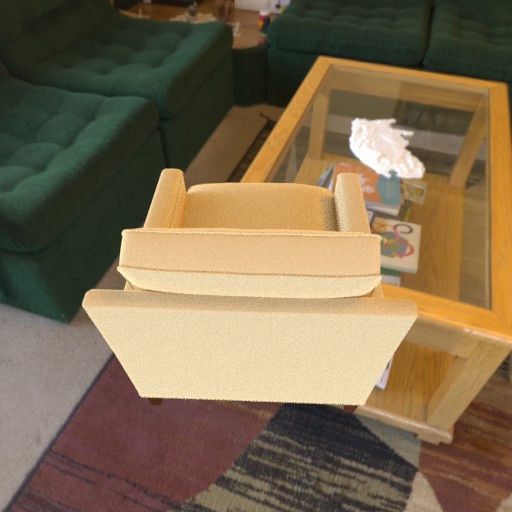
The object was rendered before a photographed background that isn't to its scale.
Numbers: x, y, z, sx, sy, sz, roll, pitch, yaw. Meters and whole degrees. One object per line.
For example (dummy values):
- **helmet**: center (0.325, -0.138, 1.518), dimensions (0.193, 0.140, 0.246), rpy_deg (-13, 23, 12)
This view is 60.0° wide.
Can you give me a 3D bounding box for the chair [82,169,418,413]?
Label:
- **chair**: center (0.000, 0.000, 1.687), dimensions (0.853, 0.943, 1.014), rpy_deg (2, 46, 2)
